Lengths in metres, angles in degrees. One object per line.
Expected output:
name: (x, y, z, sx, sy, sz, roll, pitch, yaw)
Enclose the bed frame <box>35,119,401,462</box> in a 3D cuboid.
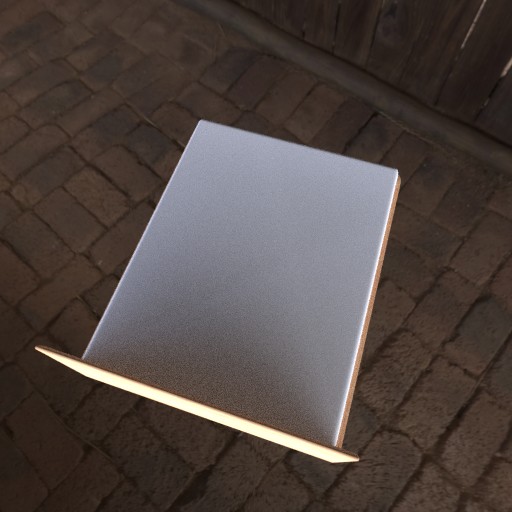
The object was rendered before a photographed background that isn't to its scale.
bed frame: (0.000, 0.000, 2.968, 1.660, 0.940, 2.092, 16, 66, 8)
